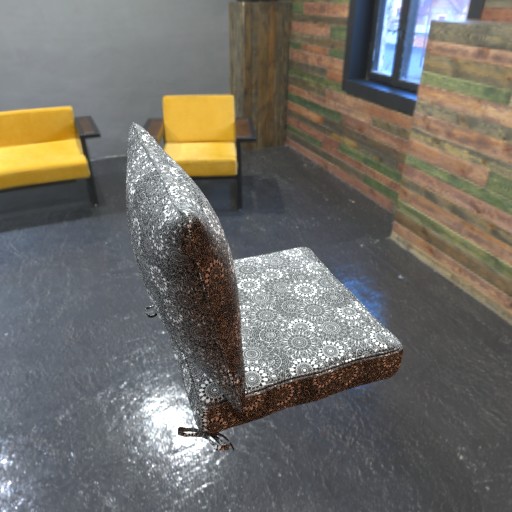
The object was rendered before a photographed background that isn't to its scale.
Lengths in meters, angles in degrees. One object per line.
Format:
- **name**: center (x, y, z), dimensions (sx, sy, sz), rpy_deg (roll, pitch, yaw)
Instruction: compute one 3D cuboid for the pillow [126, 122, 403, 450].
- **pillow**: center (0.000, 0.000, 1.402), dimensions (0.740, 0.722, 0.798), rpy_deg (-11, 32, -18)
